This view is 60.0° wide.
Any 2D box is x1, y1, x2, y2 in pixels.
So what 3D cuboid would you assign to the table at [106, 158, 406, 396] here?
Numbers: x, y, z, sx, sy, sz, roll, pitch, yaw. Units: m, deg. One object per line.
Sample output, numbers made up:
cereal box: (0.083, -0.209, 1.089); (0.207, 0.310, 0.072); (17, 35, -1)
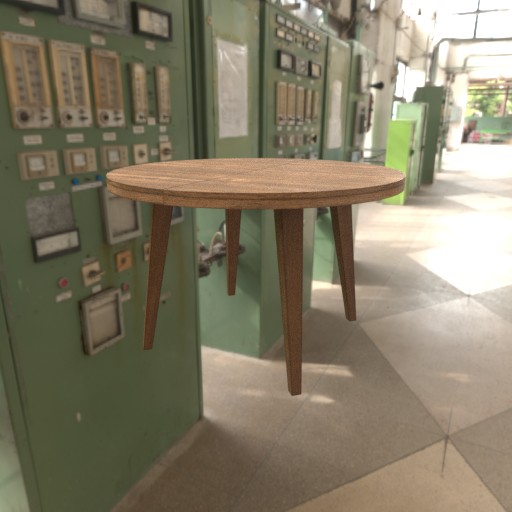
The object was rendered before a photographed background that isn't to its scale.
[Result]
table: (0.000, 0.000, 1.998); (1.213, 0.764, 1.213); (0, 17, 0)
